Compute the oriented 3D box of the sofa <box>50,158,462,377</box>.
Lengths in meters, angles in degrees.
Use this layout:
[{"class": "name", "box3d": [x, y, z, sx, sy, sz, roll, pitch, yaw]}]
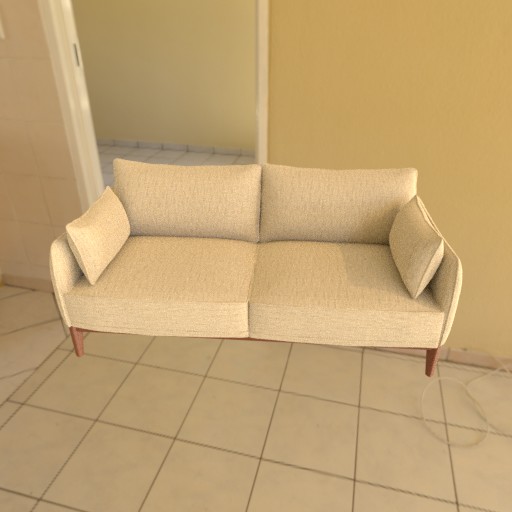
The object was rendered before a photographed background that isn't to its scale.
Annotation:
[{"class": "sofa", "box3d": [0.000, 0.000, 2.504, 1.989, 0.860, 0.991, 2, 29, 4]}]
